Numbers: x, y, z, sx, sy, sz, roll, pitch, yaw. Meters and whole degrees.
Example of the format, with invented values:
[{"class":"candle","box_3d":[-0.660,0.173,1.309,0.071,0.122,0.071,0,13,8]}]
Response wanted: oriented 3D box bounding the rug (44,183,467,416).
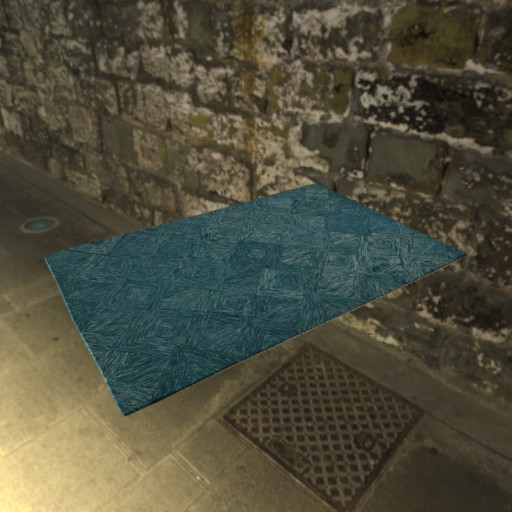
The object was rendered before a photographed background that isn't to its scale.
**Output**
[{"class":"rug","box_3d":[0.000,0.000,2.145,1.728,0.017,1.136,-19,36,-28]}]
